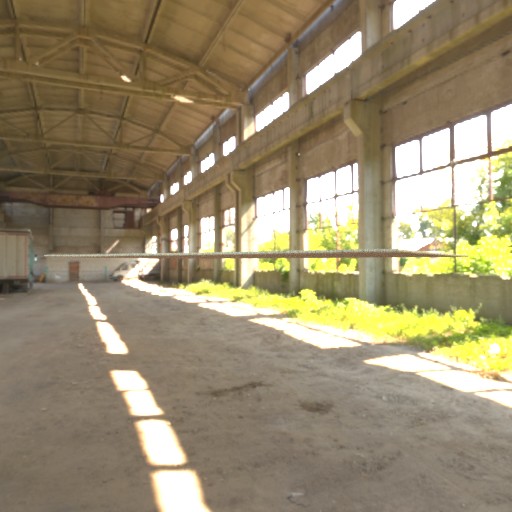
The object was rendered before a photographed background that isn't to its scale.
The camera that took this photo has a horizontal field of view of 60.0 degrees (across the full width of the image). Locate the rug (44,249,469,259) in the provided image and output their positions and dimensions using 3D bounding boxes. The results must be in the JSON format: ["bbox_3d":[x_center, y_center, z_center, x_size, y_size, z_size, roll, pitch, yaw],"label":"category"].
[{"bbox_3d":[0.000,0.000,2.328,1.850,0.015,1.250,-1,-1,34],"label":"rug"}]
